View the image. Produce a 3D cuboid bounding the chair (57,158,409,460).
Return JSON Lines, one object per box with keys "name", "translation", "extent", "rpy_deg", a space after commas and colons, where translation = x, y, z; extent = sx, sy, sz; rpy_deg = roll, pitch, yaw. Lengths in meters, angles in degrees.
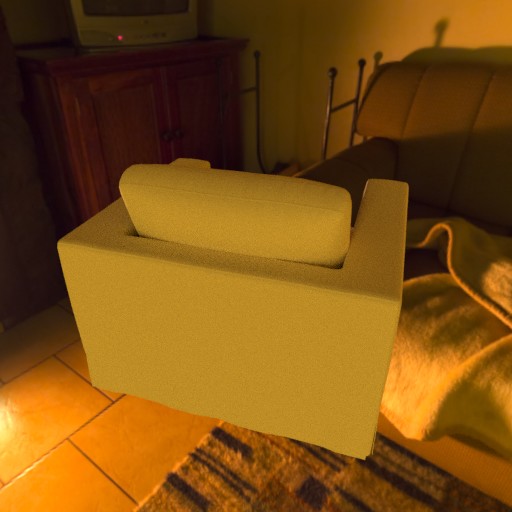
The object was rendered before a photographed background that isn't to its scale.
{"name": "chair", "translation": [0.000, 0.000, 1.811], "extent": [1.150, 0.878, 0.957], "rpy_deg": [9, 32, 15]}
